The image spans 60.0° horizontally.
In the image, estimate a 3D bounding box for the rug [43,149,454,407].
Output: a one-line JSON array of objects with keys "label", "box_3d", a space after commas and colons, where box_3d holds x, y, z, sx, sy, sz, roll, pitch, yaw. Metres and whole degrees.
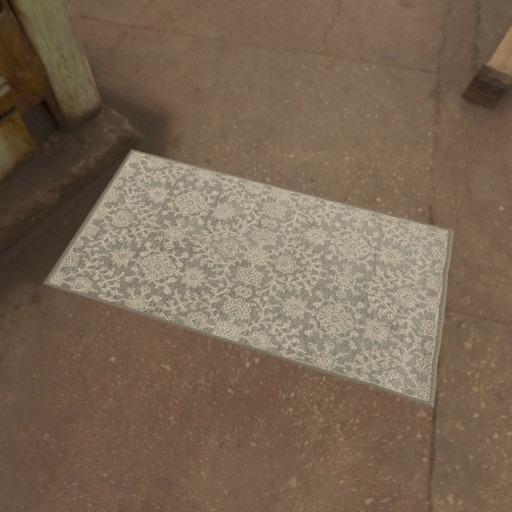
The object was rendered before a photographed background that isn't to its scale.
[{"label": "rug", "box_3d": [0.000, 0.000, 3.648, 3.048, 0.011, 1.546, 16, 60, 9]}]
